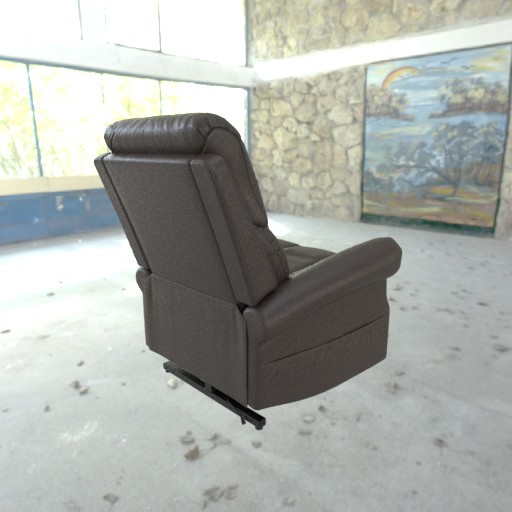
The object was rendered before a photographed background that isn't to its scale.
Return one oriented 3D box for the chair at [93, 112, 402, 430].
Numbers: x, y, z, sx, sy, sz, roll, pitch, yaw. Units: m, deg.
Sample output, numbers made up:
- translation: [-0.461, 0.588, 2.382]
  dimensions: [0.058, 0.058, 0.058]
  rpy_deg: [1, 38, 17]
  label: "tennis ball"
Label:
- translation: [0.000, 0.000, 1.758]
  dimensions: [0.978, 1.028, 0.869]
  rpy_deg: [-13, 19, -43]
  label: "chair"
